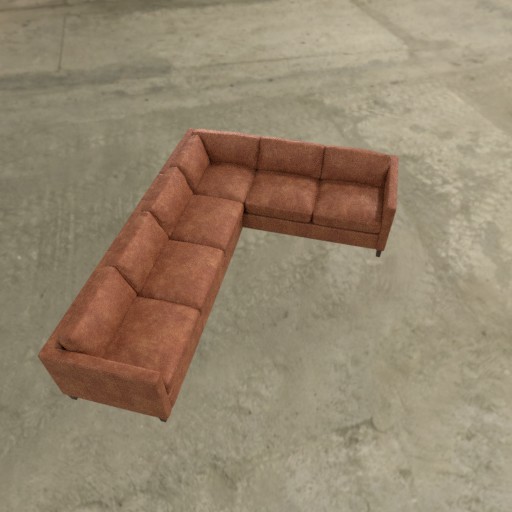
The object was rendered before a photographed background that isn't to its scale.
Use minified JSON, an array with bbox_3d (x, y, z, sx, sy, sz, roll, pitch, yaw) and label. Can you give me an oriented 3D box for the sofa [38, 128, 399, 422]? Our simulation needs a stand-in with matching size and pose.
[{"bbox_3d":[0.000,0.000,4.168,2.438,0.838,3.167,10,47,9],"label":"sofa"}]
